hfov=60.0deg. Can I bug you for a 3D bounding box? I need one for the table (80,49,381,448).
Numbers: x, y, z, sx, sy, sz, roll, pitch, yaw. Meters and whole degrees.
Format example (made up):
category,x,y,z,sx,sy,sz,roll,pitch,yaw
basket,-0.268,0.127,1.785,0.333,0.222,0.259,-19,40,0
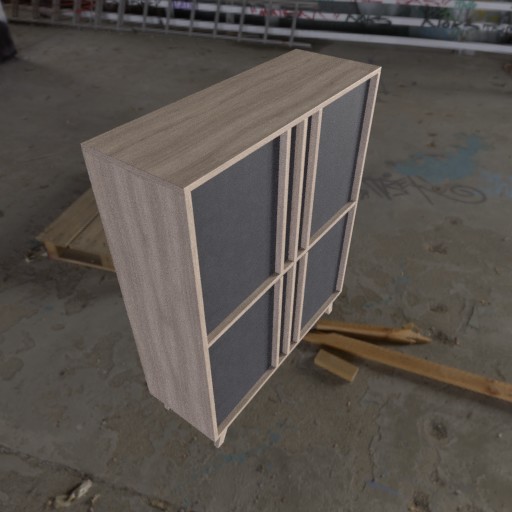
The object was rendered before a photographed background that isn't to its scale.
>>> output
category,x,y,z,sx,sy,sz,roll,pitch,yaw
table,0.000,0.000,1.935,0.398,1.388,1.111,26,47,27
